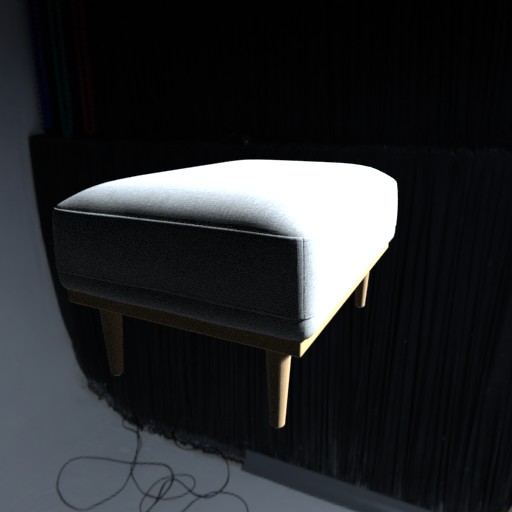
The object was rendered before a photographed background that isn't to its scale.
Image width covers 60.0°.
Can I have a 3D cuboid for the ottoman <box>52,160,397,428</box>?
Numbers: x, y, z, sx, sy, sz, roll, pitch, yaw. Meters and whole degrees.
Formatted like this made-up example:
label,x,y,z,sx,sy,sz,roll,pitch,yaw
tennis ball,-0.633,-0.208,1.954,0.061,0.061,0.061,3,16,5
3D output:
label,x,y,z,sx,sy,sz,roll,pitch,yaw
ottoman,0.000,0.000,1.089,0.549,0.428,0.749,8,19,25
